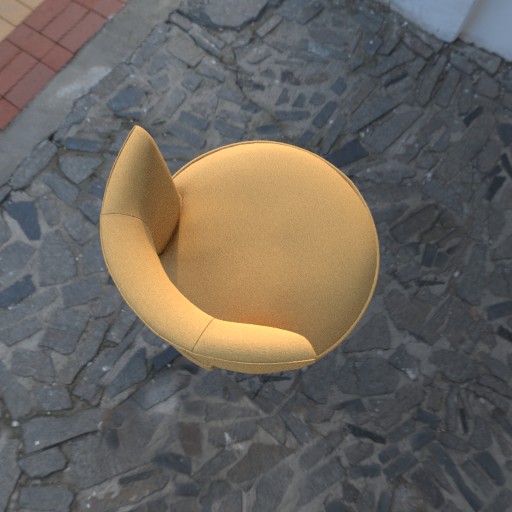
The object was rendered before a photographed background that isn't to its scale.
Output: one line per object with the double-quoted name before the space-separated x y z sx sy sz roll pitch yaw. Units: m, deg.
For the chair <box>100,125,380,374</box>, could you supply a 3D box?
"chair" 0.000 0.000 1.229 0.665 0.723 0.650 -36 77 -10
